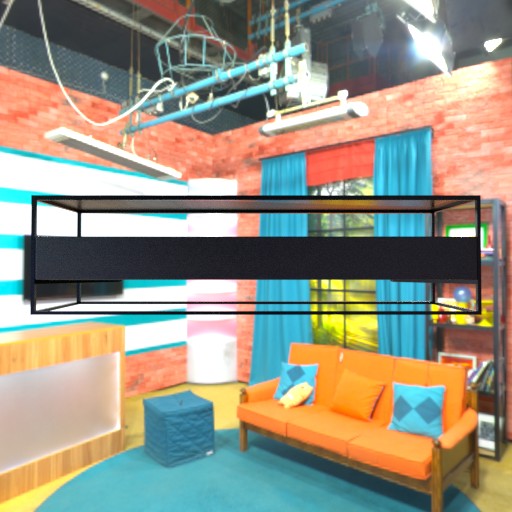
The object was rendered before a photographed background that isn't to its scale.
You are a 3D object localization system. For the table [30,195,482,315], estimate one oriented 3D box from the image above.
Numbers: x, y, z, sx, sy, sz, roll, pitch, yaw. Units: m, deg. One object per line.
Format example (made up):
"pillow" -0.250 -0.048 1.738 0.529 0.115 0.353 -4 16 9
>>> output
"table" 0.000 0.000 1.662 1.486 0.395 0.399 0 -1 0
